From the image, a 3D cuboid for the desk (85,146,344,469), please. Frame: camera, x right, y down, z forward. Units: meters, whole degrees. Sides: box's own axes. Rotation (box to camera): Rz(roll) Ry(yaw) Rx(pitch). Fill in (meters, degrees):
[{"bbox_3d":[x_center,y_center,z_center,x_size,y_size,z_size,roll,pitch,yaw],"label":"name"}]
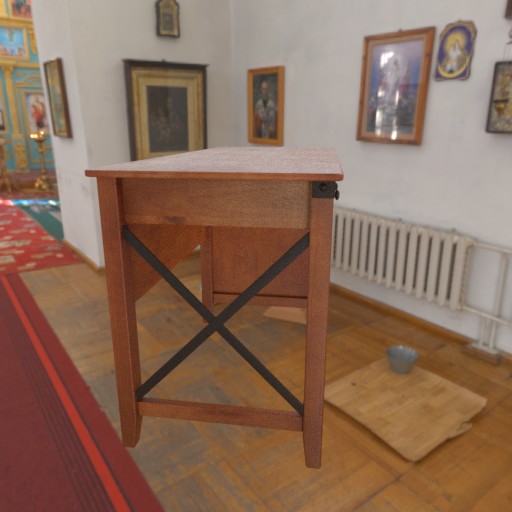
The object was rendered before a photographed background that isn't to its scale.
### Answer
[{"bbox_3d":[0.000,0.000,1.688,0.574,0.756,1.353,2,16,9],"label":"desk"}]
